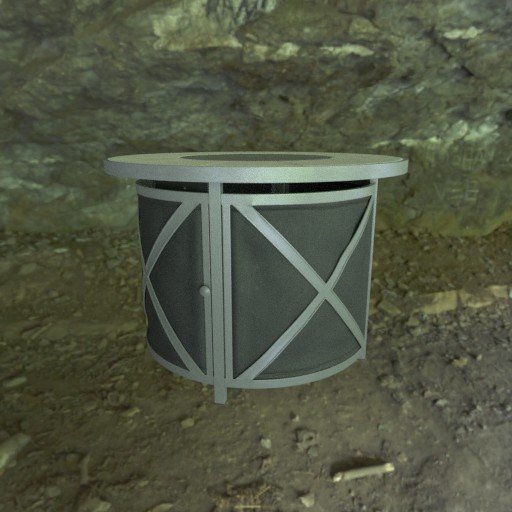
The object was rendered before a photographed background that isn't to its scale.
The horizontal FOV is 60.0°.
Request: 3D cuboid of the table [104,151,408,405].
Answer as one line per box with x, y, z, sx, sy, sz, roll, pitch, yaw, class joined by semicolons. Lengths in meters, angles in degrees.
0.000;0.000;1.486;0.914;0.650;0.914;0;15;0;table
